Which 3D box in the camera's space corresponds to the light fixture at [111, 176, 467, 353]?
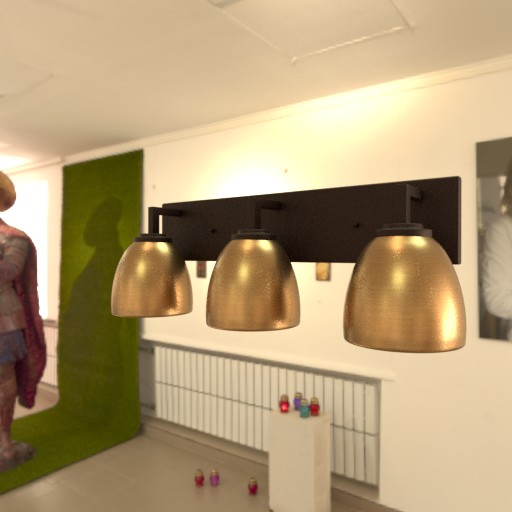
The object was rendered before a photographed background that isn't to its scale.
[{"bbox_3d":[0.000,0.000,0.667,0.582,0.204,0.157,0,0,36],"label":"light fixture"}]
